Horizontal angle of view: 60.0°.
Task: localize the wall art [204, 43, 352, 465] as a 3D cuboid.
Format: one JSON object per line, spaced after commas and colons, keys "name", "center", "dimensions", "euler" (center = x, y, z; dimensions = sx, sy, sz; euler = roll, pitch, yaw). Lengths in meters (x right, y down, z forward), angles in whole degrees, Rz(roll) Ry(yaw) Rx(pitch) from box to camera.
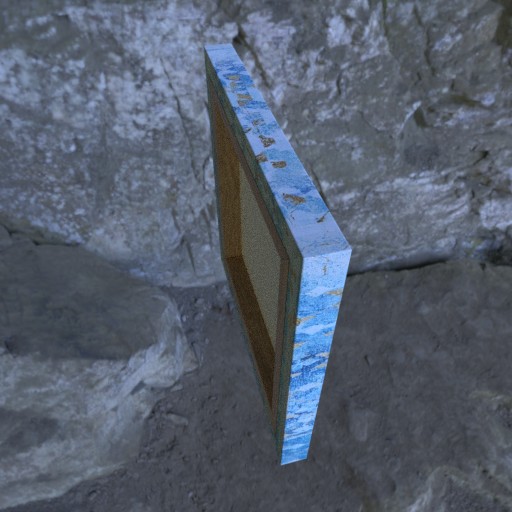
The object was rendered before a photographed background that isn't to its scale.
{"name": "wall art", "center": [0.000, 0.000, 0.598], "dimensions": [0.037, 0.405, 0.405], "euler": [-11, 47, -10]}
